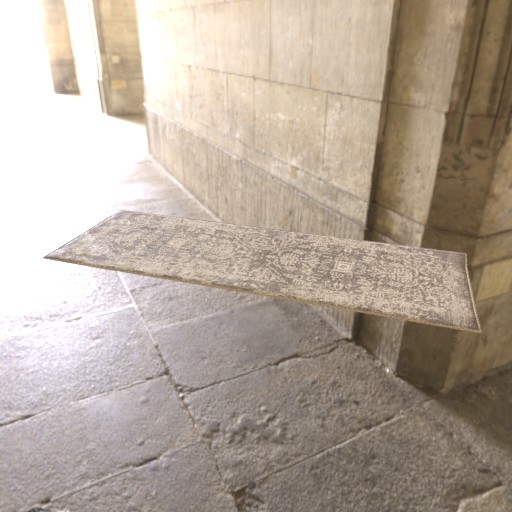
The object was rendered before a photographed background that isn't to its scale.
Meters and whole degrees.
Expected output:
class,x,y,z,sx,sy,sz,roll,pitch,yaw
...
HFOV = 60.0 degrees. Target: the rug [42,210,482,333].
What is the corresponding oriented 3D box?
class,x,y,z,sx,sy,sz,roll,pitch,yaw
rug,0.000,0.000,2.705,2.452,0.017,0.855,8,28,16
